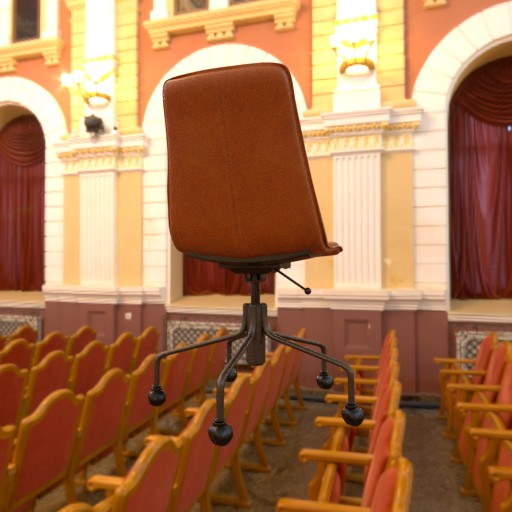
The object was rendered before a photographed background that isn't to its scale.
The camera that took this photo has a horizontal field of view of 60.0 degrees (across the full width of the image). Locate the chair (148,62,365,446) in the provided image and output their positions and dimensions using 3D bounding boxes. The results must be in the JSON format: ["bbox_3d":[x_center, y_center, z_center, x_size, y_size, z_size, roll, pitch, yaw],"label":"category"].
[{"bbox_3d":[0.000,0.000,1.361,0.651,0.920,0.660,0,-2,17],"label":"chair"}]
